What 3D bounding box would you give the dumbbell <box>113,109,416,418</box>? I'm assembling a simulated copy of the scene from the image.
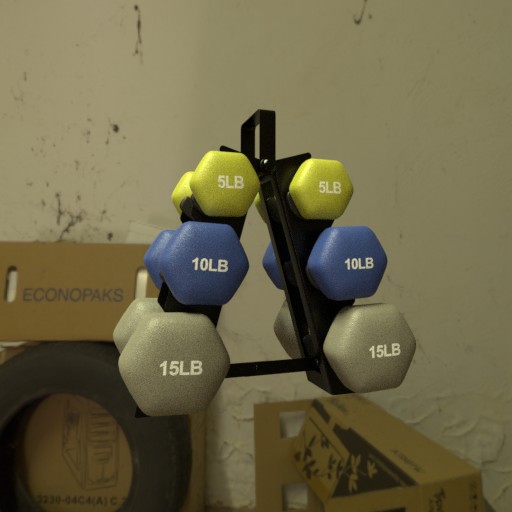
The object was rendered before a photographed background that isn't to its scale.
[{"bbox_3d":[0.000,0.000,0.684,0.416,0.426,0.261,0,0,-19],"label":"dumbbell"}]
